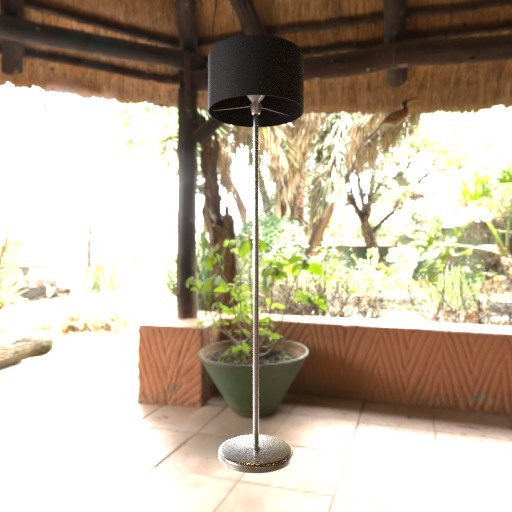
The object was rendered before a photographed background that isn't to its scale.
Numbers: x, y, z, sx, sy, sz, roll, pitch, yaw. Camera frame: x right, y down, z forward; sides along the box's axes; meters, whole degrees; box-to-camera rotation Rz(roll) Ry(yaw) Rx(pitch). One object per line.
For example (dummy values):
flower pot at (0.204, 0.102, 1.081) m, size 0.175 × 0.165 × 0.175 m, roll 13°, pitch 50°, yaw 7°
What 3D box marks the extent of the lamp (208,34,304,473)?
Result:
lamp at (0.000, 0.000, 1.612) m, size 0.348 × 1.443 × 0.348 m, roll 0°, pitch -1°, yaw 19°
